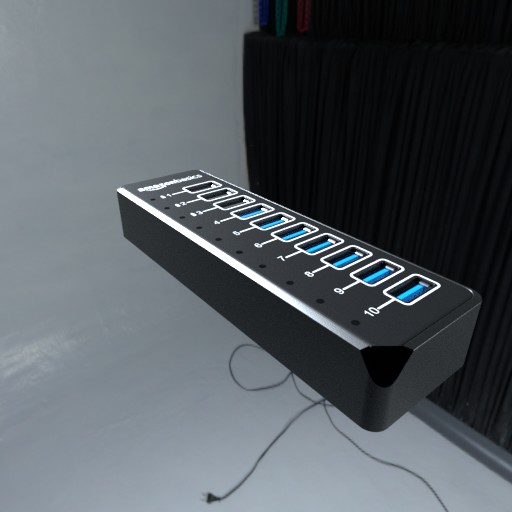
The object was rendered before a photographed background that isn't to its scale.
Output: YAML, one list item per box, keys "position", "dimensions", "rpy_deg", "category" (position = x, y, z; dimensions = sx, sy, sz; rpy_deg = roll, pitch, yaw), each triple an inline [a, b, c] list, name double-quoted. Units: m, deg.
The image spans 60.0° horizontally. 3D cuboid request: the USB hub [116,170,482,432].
- position: [0.000, 0.000, 0.162]
  dimensions: [0.044, 0.023, 0.145]
  rpy_deg: [-21, 35, -33]
  category: "USB hub"
